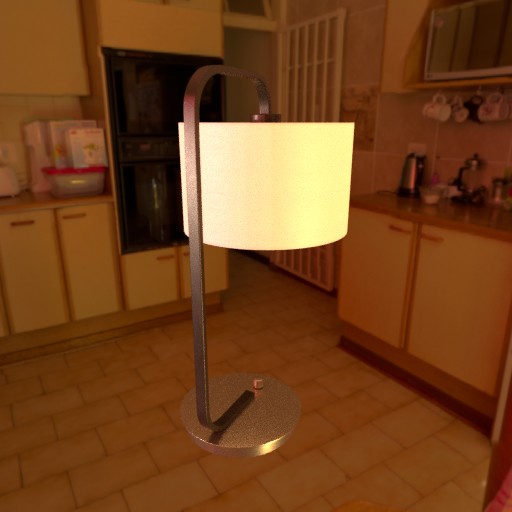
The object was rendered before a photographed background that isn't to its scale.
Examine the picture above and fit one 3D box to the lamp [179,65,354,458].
[{"bbox_3d":[0.000,0.000,0.618,0.230,0.473,0.288,9,19,26],"label":"lamp"}]
